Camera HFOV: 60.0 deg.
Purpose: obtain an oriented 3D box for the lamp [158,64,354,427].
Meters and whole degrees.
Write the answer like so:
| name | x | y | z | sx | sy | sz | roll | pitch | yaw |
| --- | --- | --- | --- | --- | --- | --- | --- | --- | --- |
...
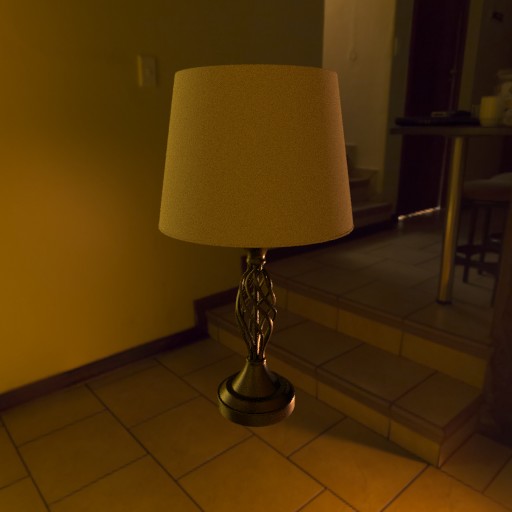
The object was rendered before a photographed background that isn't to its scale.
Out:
| name | x | y | z | sx | sy | sz | roll | pitch | yaw |
| --- | --- | --- | --- | --- | --- | --- | --- | --- | --- |
| lamp | 0.000 | 0.000 | 0.783 | 0.331 | 0.594 | 0.331 | 0 | 16 | 0 |
